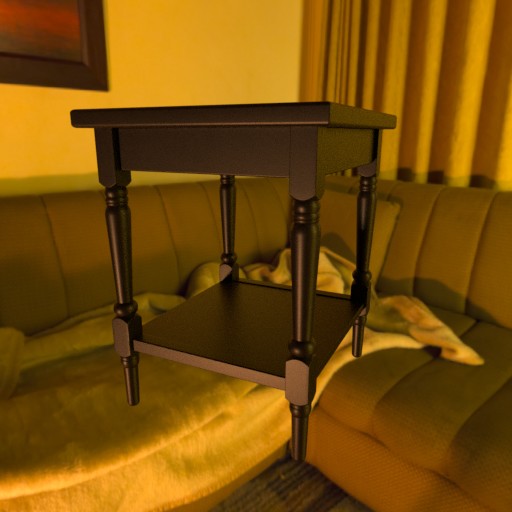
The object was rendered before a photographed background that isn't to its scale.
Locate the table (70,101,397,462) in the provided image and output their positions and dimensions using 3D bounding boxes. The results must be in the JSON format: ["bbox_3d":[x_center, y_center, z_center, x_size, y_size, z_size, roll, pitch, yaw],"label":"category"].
[{"bbox_3d":[0.000,0.000,0.917,0.442,0.565,0.488,7,17,25],"label":"table"}]
